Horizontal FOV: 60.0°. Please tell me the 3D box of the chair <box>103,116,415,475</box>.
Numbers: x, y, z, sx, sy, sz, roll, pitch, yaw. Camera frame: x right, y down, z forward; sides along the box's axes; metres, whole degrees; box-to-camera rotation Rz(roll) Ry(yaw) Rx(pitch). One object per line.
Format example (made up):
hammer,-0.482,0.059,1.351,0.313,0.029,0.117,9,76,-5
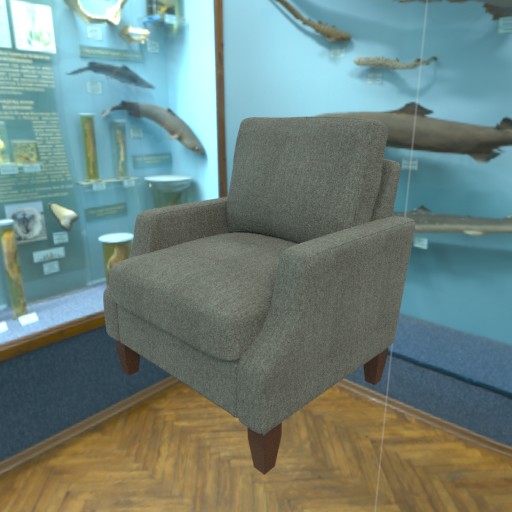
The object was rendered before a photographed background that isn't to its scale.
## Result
chair,0.000,0.000,1.653,0.855,0.993,0.897,16,23,42
